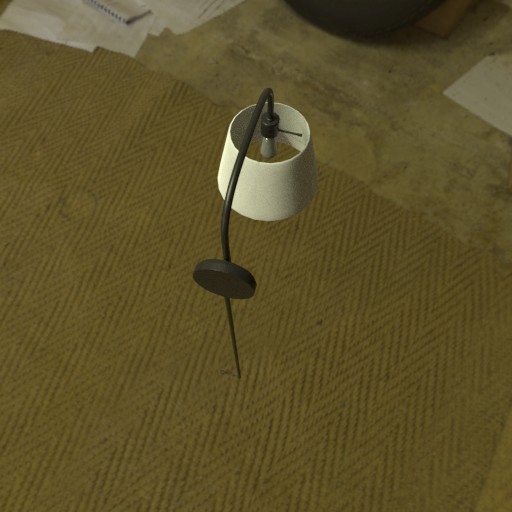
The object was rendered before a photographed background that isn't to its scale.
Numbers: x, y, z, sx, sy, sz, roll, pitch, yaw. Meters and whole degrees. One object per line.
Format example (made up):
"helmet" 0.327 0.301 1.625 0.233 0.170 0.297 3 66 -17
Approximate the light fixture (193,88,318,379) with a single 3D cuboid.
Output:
"light fixture" 0.000 0.000 0.458 0.092 0.399 0.176 14 64 7
